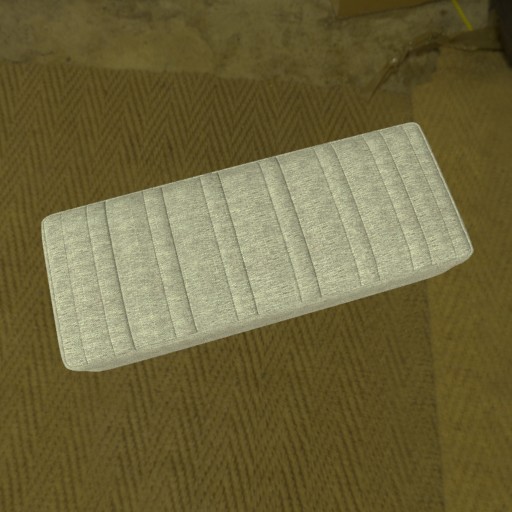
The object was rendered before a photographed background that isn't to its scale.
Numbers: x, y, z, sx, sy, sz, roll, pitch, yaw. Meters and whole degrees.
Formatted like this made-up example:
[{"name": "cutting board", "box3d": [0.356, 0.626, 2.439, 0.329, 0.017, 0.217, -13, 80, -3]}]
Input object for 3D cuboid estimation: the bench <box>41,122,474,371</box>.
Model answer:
[{"name": "bench", "box3d": [0.000, 0.000, 1.349, 1.100, 0.470, 0.429, -15, 75, -4]}]
